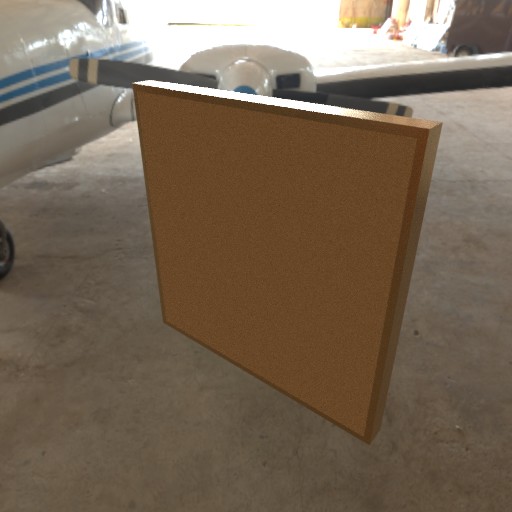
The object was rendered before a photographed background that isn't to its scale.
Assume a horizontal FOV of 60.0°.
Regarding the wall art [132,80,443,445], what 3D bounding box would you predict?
[{"bbox_3d":[0.000,0.000,0.749,0.509,0.509,0.040,22,36,33],"label":"wall art"}]
